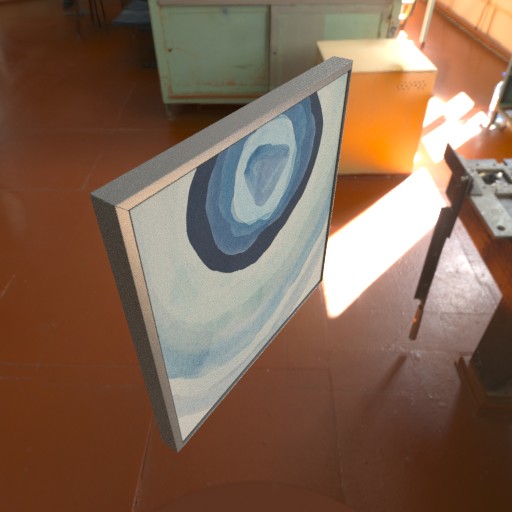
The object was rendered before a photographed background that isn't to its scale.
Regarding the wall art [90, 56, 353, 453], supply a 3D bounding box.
[{"bbox_3d":[0.000,0.000,0.512,0.028,0.349,0.349,25,47,26],"label":"wall art"}]
